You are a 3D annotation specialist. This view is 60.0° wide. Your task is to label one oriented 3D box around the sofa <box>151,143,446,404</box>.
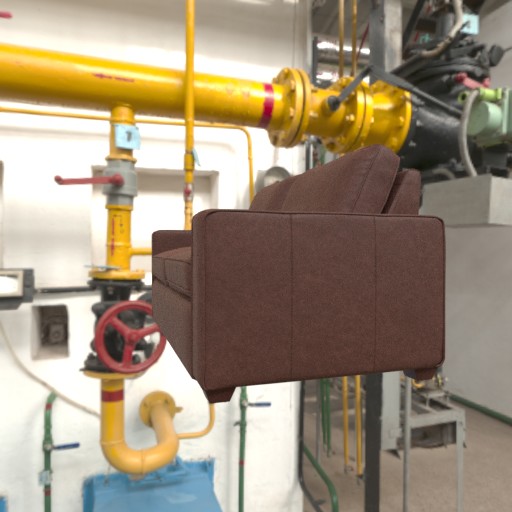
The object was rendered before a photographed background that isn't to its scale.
[{"bbox_3d":[0.000,0.000,2.291,0.947,0.918,1.709,0,1,-18],"label":"sofa"}]
